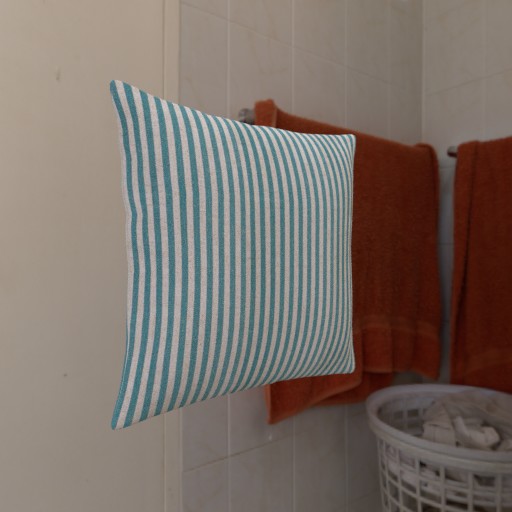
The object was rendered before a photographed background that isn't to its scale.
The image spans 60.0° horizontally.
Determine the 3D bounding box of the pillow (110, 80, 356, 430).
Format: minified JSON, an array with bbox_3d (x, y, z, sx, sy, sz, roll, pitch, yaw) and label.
[{"bbox_3d":[0.000,0.000,0.796,0.523,0.510,0.166,0,0,-36],"label":"pillow"}]
